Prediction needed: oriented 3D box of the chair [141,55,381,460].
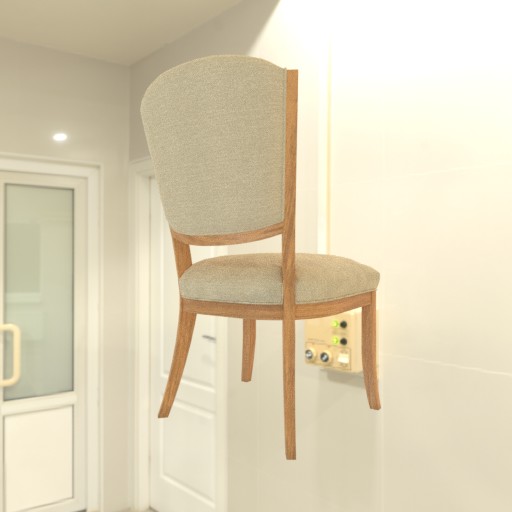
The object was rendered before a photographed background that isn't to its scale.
[{"bbox_3d":[0.000,0.000,1.248,0.513,0.905,0.584,0,0,37],"label":"chair"}]
